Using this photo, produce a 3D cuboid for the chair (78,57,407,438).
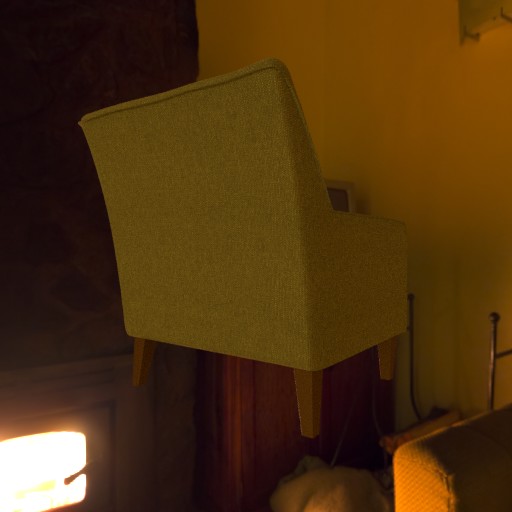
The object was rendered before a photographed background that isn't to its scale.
[{"bbox_3d":[0.000,0.000,1.544,0.780,0.919,0.899,1,2,37],"label":"chair"}]
